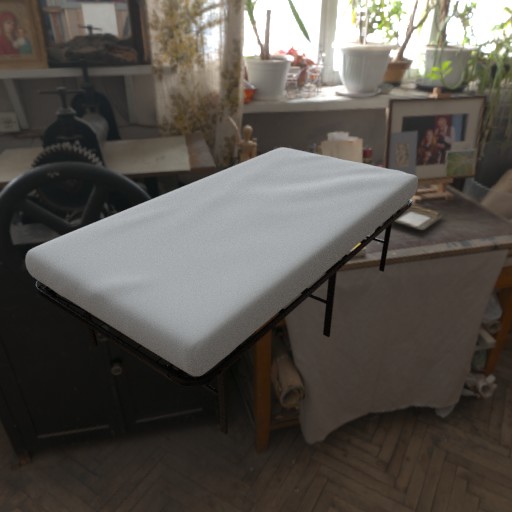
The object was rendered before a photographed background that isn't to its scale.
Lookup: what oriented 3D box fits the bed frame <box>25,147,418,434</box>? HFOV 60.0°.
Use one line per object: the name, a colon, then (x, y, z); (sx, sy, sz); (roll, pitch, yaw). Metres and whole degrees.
bed frame: (0.000, 0.000, 2.335); (0.989, 0.619, 1.903); (21, 36, 32)
